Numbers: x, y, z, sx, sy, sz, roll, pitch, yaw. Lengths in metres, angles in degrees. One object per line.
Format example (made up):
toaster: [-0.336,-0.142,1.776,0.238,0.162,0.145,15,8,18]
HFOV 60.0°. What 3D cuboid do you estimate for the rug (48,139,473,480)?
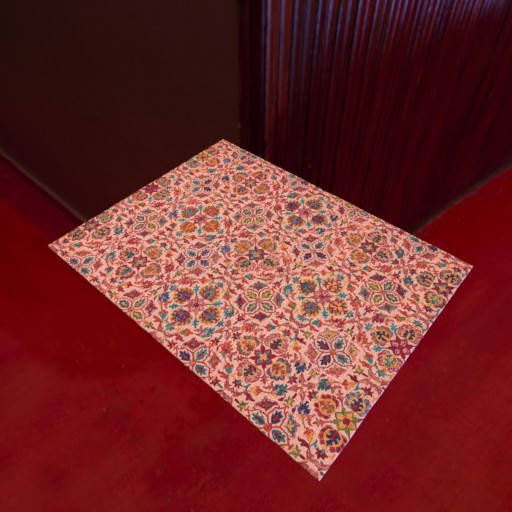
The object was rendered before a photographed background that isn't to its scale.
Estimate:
rug: [0.000,0.000,4.198,3.215,0.020,2.446,33,55,26]
